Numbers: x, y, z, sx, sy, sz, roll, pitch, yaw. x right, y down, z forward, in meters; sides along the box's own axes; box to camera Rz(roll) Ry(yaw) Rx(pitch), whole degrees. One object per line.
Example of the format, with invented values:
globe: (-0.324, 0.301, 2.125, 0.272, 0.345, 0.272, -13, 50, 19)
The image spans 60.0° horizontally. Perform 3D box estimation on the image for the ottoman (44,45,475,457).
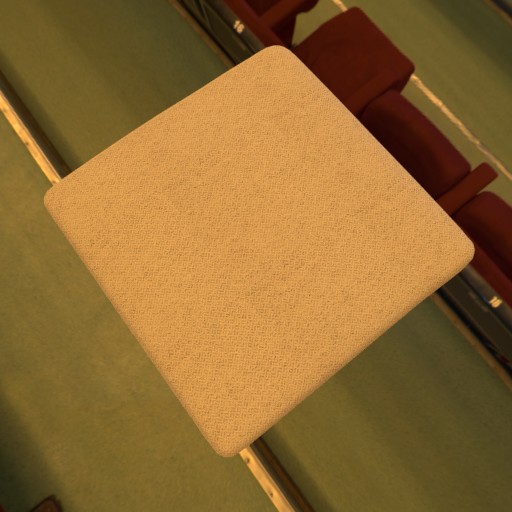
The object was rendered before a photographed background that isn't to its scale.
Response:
ottoman: (0.000, 0.000, 0.889, 0.512, 0.453, 0.521, -37, 77, -10)
